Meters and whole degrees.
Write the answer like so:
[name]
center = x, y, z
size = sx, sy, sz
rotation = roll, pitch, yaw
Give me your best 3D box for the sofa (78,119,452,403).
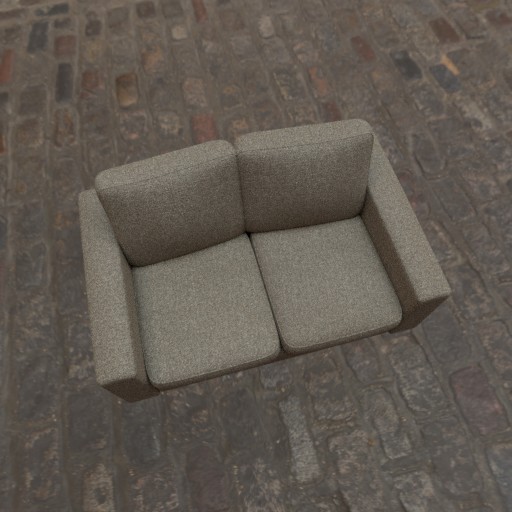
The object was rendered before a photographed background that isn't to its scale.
[sofa]
center = 0.000, 0.000, 2.224
size = 1.616, 0.873, 1.016
rotation = -13, 65, -6
